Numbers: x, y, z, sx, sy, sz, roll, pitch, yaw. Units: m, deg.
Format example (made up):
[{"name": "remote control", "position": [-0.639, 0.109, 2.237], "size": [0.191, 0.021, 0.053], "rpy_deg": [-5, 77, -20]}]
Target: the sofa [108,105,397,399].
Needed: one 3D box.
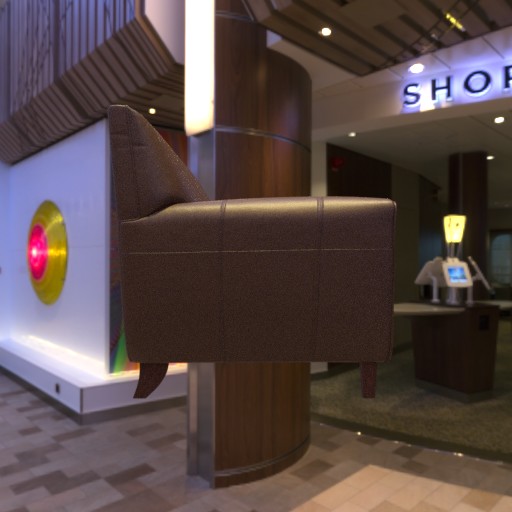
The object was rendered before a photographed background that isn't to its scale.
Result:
[{"name": "sofa", "position": [0.000, 0.000, 1.989], "size": [0.853, 0.859, 1.468], "rpy_deg": [0, 0, 0]}]
